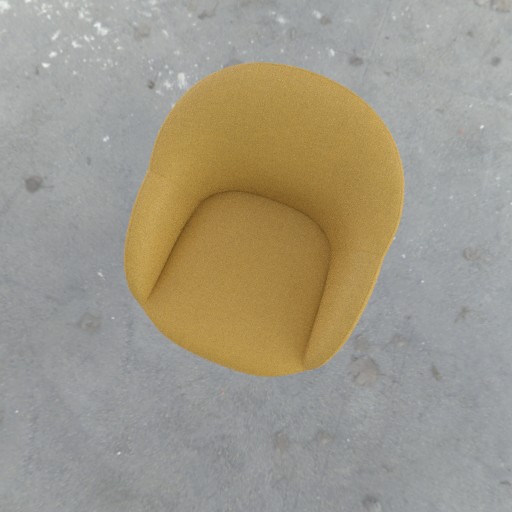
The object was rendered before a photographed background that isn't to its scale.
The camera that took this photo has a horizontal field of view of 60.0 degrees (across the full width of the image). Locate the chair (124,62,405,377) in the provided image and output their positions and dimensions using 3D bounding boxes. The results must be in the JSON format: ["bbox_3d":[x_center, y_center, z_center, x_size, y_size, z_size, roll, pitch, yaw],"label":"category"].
[{"bbox_3d":[0.000,0.000,1.168,0.551,0.793,0.583,21,77,5],"label":"chair"}]
